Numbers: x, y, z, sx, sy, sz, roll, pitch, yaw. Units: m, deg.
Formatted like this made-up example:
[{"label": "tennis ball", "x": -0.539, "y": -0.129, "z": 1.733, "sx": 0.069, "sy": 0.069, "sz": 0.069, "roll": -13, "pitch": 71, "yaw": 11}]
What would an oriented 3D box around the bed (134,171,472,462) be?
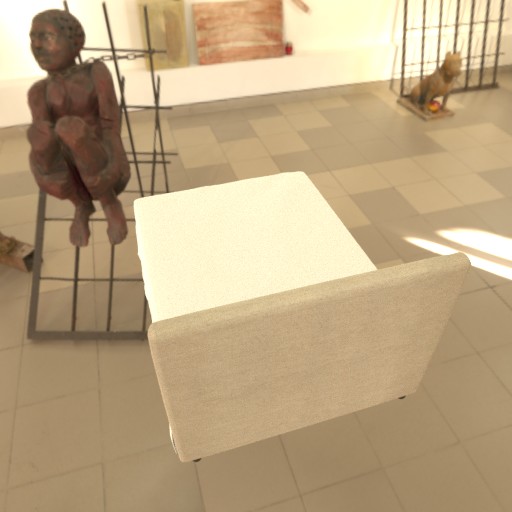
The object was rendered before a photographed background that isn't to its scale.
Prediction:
[{"label": "bed", "x": 0.000, "y": 0.000, "z": 3.254, "sx": 1.713, "sy": 1.330, "sz": 2.162, "roll": -12, "pitch": 43, "yaw": -13}]
